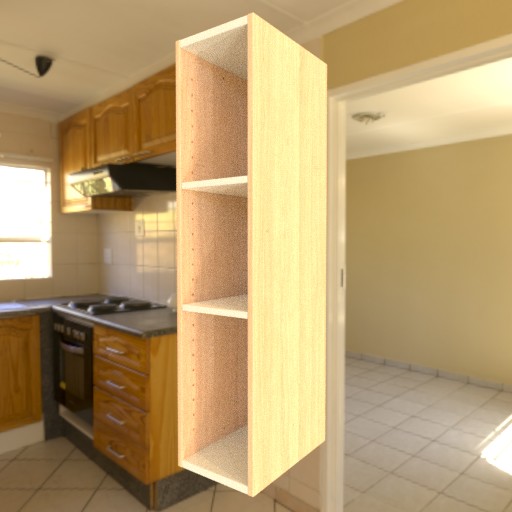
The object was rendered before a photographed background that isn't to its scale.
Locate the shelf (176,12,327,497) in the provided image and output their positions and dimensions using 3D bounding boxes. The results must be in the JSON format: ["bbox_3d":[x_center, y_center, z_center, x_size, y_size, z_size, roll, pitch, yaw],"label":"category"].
[{"bbox_3d":[0.000,0.000,0.980,0.197,0.882,0.290,1,2,36],"label":"shelf"}]
